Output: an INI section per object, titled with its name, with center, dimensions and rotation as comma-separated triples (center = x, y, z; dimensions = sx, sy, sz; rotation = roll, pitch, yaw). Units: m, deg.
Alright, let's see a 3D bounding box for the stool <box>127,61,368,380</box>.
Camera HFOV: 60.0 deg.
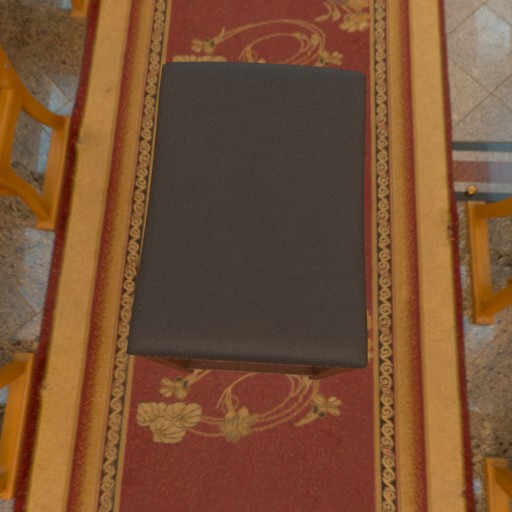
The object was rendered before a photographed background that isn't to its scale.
[stool]
center = 0.000, 0.000, 0.917
dimensions = 0.353, 0.664, 0.490
rotation = 3, 76, 1
